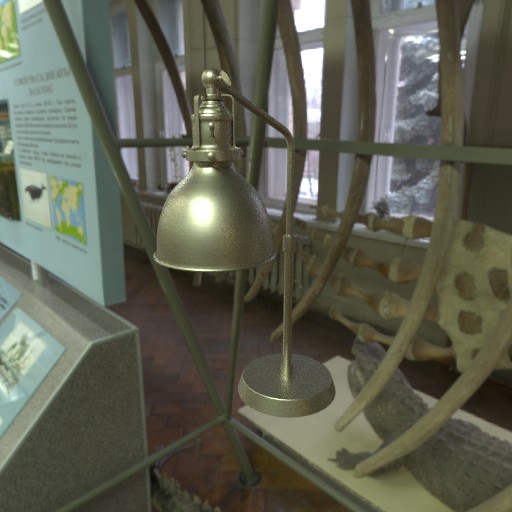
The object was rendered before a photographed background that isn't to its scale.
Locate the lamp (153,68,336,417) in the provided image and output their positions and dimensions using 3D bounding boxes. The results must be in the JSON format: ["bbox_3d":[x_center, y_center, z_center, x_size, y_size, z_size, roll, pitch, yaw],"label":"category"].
[{"bbox_3d":[0.000,0.000,0.595,0.286,0.456,0.153,-14,21,-42],"label":"lamp"}]
